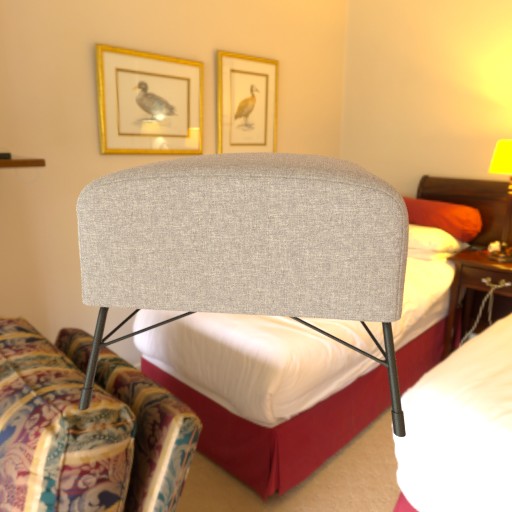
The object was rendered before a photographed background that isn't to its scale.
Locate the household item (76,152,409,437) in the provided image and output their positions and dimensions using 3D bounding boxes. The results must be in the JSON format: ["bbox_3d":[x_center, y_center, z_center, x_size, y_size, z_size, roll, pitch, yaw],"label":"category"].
[{"bbox_3d":[0.000,0.000,0.903,0.530,0.410,0.530,2,15,7],"label":"household item"}]
